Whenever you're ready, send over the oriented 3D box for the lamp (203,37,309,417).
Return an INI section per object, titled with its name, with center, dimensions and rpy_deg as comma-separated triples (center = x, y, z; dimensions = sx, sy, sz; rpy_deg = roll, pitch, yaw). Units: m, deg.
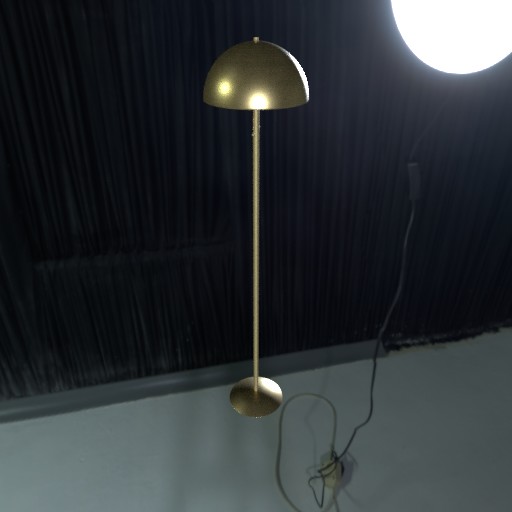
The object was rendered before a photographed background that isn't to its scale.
[lamp]
center = 0.000, 0.000, 1.670
dimensions = 0.328, 1.480, 0.328
rpy_deg = -9, 31, -15
